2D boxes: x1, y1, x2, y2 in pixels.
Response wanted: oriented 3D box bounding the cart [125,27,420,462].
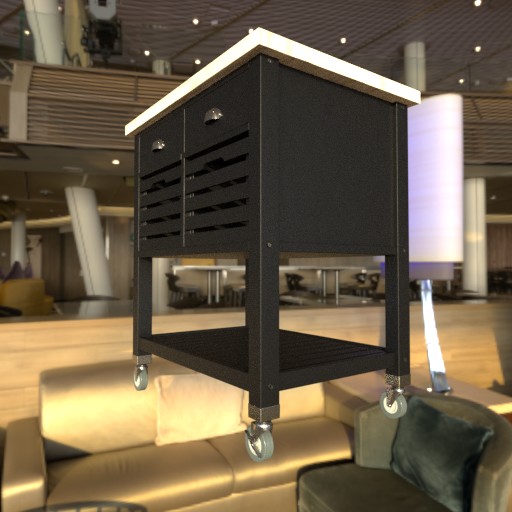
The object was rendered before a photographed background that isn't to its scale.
[{"bbox_3d":[0.000,0.000,1.394,0.567,0.920,0.797,1,-2,-36],"label":"cart"}]
